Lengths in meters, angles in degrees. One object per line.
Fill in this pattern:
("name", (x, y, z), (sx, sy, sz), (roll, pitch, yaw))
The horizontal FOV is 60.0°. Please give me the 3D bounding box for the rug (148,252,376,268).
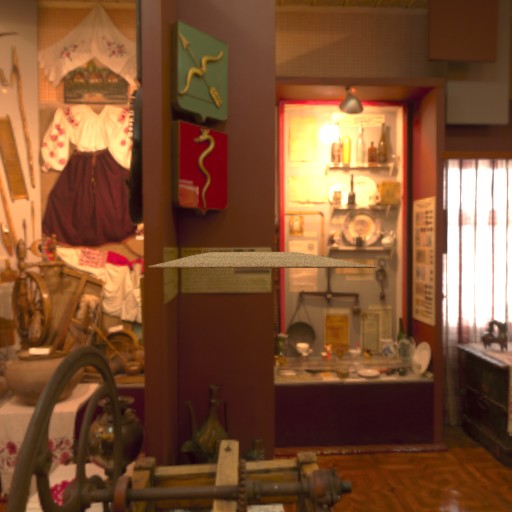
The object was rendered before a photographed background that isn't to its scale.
("rug", (0.000, 0.000, 2.506), (0.697, 0.013, 2.335), (0, 2, -1))
